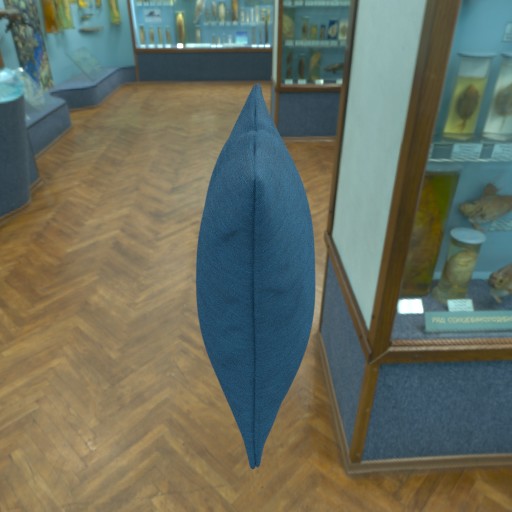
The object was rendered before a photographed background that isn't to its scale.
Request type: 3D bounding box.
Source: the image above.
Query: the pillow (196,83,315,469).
[{"bbox_3d":[0.000,0.000,0.672,0.177,0.420,0.437,0,31,0],"label":"pillow"}]
